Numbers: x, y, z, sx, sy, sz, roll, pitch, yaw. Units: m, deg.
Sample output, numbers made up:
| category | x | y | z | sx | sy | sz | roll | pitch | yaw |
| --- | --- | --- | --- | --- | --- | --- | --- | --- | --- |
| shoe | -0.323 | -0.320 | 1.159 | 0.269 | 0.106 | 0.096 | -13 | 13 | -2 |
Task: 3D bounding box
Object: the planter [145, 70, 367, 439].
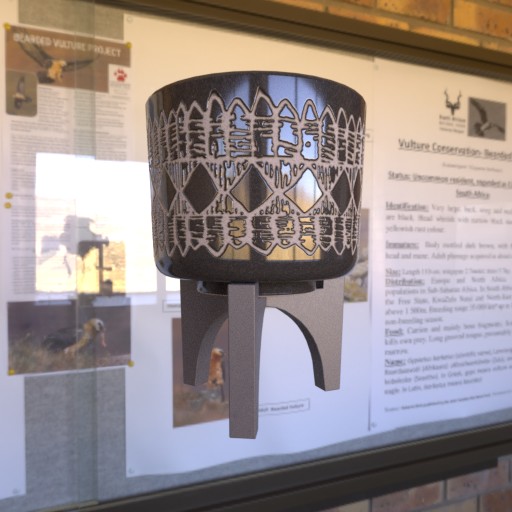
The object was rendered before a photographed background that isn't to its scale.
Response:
| category | x | y | z | sx | sy | sz | roll | pitch | yaw |
| --- | --- | --- | --- | --- | --- | --- | --- | --- | --- |
| planter | 0.000 | 0.000 | 0.407 | 0.196 | 0.264 | 0.196 | 1 | 2 | 37 |
